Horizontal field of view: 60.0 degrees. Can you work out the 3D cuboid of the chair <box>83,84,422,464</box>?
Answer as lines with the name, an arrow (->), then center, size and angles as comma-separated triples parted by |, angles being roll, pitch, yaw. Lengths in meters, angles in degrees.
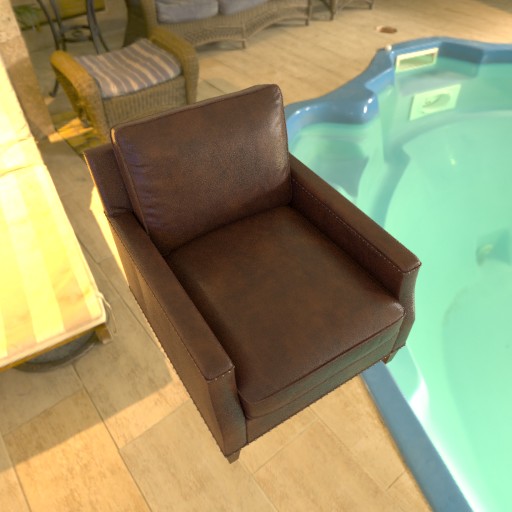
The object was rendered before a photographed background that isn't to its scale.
chair -> 0.000, 0.000, 1.691 | 0.853, 0.929, 1.014 | -24, 50, -22
